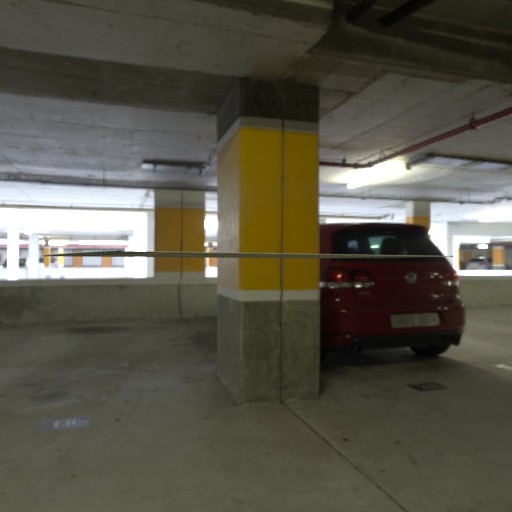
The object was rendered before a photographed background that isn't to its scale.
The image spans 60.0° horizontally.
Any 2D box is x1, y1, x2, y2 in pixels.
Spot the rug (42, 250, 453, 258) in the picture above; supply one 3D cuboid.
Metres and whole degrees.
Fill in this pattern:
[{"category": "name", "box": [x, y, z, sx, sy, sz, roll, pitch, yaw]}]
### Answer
[{"category": "rug", "box": [0.000, 0.000, 2.601, 2.108, 0.009, 1.248, 1, -1, -36]}]
